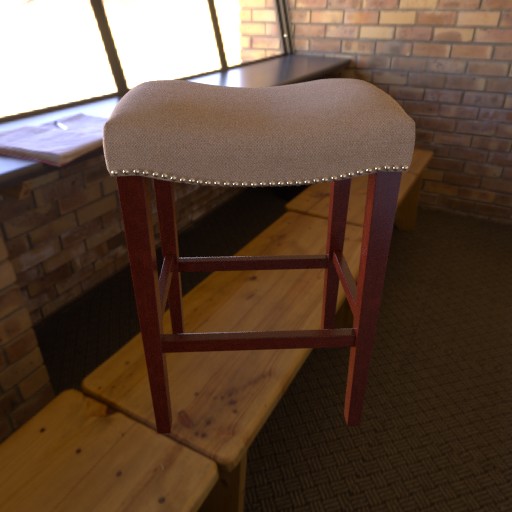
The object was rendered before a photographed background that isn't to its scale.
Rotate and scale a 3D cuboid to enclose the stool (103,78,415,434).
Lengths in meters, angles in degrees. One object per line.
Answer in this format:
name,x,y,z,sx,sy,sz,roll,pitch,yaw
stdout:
stool,0.000,0.000,1.017,0.504,0.742,0.372,-1,30,-2
